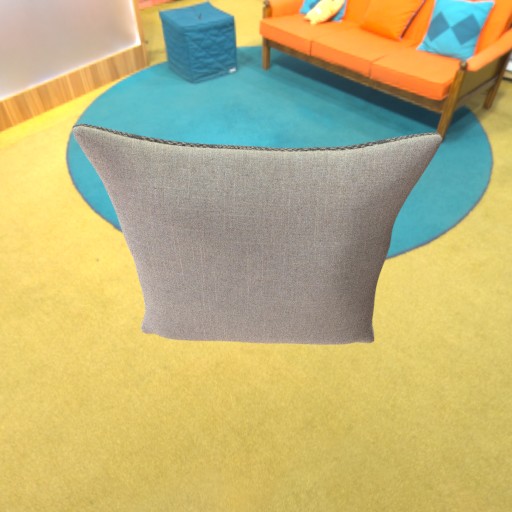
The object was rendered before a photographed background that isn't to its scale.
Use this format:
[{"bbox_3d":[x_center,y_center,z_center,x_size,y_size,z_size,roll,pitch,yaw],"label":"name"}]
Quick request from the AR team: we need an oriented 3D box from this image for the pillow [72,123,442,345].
[{"bbox_3d":[0.000,0.000,0.673,0.435,0.432,0.138,2,46,2],"label":"pillow"}]
